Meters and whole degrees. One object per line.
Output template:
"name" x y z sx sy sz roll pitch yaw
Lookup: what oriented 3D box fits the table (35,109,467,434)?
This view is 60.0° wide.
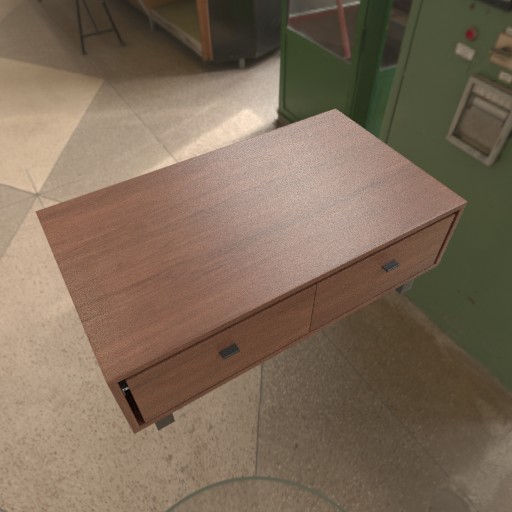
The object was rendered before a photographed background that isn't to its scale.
"table" 0.000 0.000 1.337 1.020 0.380 0.600 -24 52 -21
